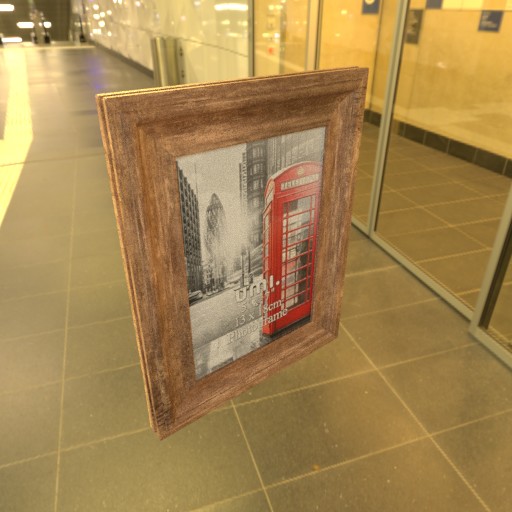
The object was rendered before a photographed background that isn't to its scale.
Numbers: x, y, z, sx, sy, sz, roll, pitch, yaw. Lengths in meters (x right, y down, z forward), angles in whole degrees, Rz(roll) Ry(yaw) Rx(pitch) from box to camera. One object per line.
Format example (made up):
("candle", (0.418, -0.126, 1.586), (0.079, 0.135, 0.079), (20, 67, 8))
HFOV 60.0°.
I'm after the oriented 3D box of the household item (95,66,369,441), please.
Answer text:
("household item", (0.000, 0.000, 0.316), (0.186, 0.237, 0.018), (-21, 36, -32))
